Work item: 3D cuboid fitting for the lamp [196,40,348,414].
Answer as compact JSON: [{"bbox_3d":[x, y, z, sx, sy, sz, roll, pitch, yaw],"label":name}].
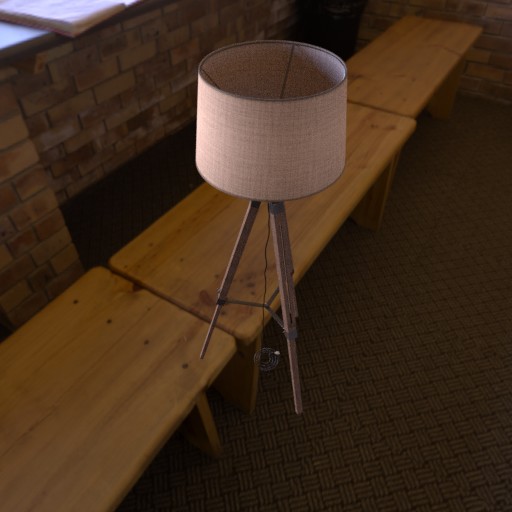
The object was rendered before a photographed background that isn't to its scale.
[{"bbox_3d":[0.000,0.000,1.788,0.587,1.510,0.604,0,45,0],"label":"lamp"}]
